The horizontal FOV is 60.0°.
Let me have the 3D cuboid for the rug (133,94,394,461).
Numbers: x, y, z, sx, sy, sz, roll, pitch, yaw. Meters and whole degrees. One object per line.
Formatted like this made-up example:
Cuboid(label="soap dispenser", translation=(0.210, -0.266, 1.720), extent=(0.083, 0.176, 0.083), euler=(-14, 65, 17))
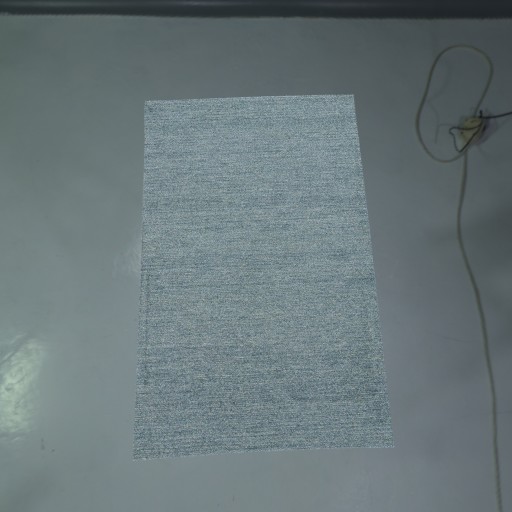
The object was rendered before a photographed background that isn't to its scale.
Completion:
Cuboid(label="rug", translation=(0.000, 0.000, 2.230), extent=(1.174, 0.022, 1.853), euler=(-2, 74, -1))
